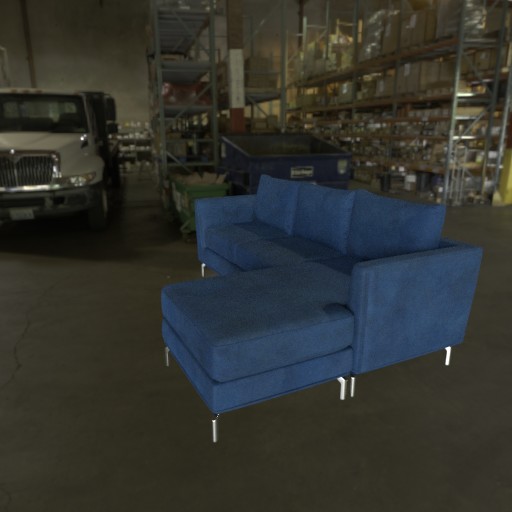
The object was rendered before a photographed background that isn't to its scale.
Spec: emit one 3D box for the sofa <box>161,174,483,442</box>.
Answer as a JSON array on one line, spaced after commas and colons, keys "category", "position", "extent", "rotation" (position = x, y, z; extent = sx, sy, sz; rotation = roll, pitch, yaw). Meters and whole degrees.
[{"category": "sofa", "position": [0.000, 0.000, 3.221], "extent": [1.622, 0.987, 2.438], "rotation": [-8, 18, -26]}]
